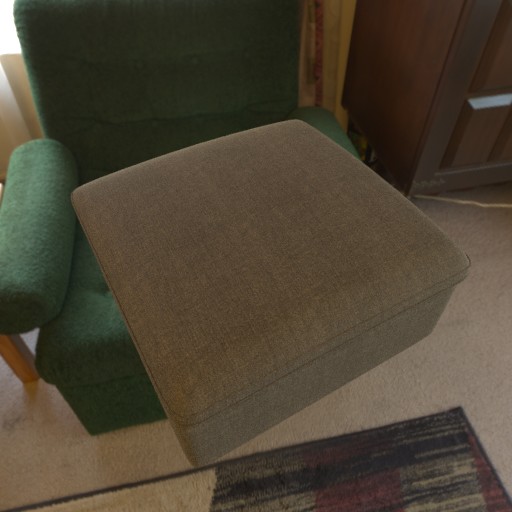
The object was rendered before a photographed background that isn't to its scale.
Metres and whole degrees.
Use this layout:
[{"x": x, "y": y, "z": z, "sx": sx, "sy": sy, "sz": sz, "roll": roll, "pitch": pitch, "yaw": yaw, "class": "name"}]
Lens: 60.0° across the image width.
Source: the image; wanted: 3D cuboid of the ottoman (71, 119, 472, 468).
[{"x": 0.000, "y": 0.000, "z": 1.681, "sx": 1.067, "sy": 0.559, "sz": 1.067, "roll": -23, "pitch": 51, "yaw": -20, "class": "ottoman"}]
